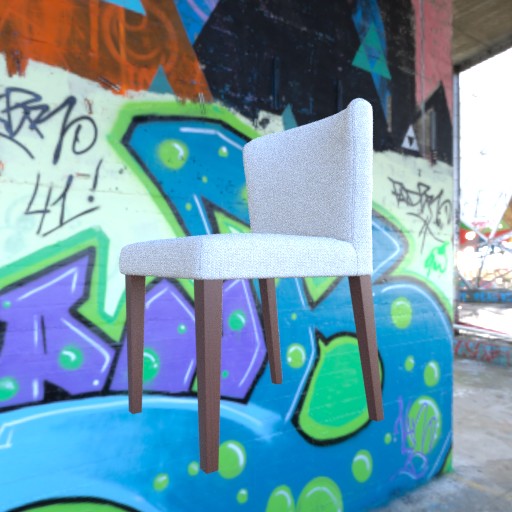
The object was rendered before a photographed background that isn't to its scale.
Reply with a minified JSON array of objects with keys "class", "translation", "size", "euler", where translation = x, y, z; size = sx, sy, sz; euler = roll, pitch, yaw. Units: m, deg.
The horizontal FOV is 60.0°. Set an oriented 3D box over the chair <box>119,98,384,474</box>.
[{"class":"chair","translation":[0.000,0.000,1.178],"size":[0.589,0.839,0.491],"euler":[1,-1,-35]}]
